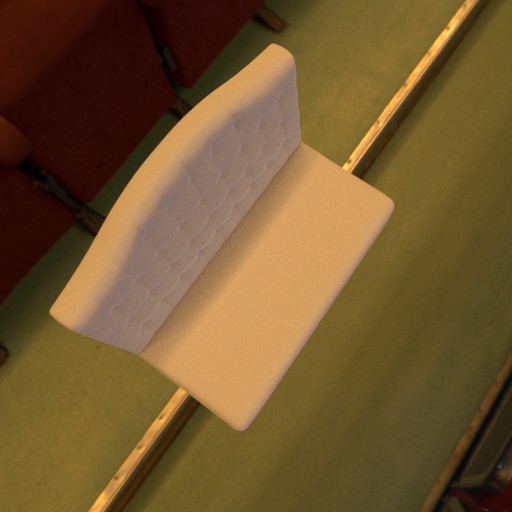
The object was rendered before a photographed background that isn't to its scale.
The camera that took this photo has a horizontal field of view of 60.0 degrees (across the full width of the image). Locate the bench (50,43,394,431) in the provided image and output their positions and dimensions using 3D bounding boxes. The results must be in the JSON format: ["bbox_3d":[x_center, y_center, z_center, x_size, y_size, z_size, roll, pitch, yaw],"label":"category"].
[{"bbox_3d":[0.000,0.000,1.991,0.815,1.180,1.335,35,78,8],"label":"bench"}]
